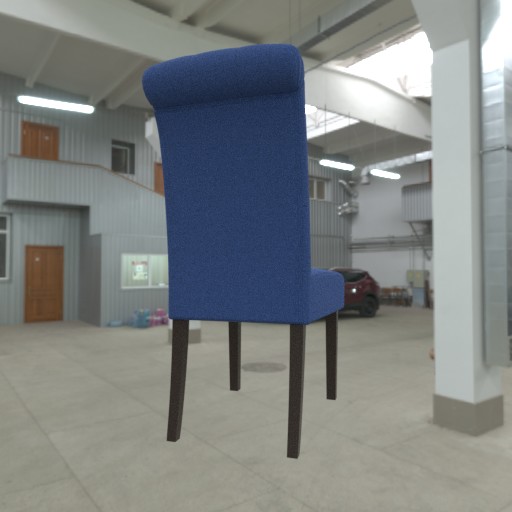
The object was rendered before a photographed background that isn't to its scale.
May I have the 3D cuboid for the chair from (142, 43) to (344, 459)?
[{"bbox_3d":[0.000,0.000,1.365,0.456,1.006,0.671,-1,-2,18],"label":"chair"}]
